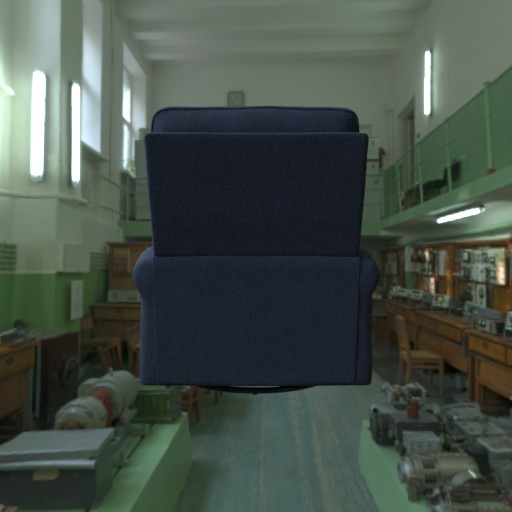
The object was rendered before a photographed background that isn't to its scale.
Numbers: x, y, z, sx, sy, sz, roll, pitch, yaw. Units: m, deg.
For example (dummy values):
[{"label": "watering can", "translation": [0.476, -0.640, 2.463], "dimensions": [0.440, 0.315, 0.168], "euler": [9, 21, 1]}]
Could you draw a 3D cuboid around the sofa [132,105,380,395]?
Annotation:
[{"label": "sofa", "translation": [0.000, 0.000, 2.049], "dimensions": [0.880, 0.959, 1.478], "euler": [0, -1, 0]}]
